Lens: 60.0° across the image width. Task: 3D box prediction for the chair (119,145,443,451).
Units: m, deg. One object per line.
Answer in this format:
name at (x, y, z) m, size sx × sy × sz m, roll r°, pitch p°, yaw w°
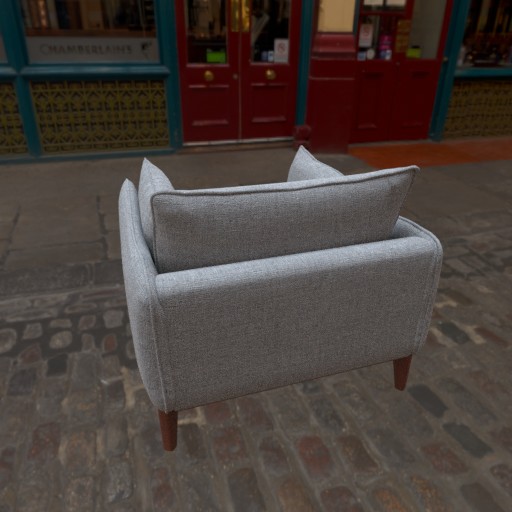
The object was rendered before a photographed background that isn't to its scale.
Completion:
chair at (0.000, 0.000, 1.720) m, size 0.993 × 0.839 × 0.976 m, roll -8°, pitch 28°, yaw -16°
